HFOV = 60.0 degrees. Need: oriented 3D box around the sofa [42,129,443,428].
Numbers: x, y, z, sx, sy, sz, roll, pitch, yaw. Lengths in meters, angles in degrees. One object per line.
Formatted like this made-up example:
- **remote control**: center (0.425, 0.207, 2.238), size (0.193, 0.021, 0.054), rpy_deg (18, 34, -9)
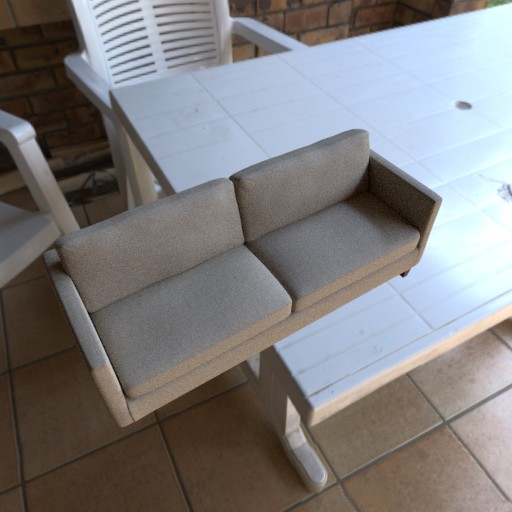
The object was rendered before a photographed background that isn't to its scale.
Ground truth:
- **sofa**: center (0.000, 0.000, 2.966), size (2.434, 0.965, 0.951), rpy_deg (-25, 51, -22)
